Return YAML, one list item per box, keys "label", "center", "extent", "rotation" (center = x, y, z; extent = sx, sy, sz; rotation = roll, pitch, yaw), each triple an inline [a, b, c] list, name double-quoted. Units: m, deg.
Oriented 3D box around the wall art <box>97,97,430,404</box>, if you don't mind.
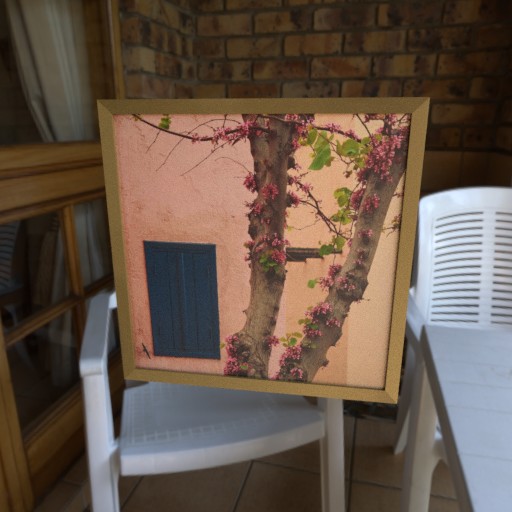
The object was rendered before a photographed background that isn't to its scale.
- label: "wall art"
  center: [0.000, 0.000, 0.760]
  extent: [0.507, 0.508, 0.038]
  rotation: [3, 17, 8]
